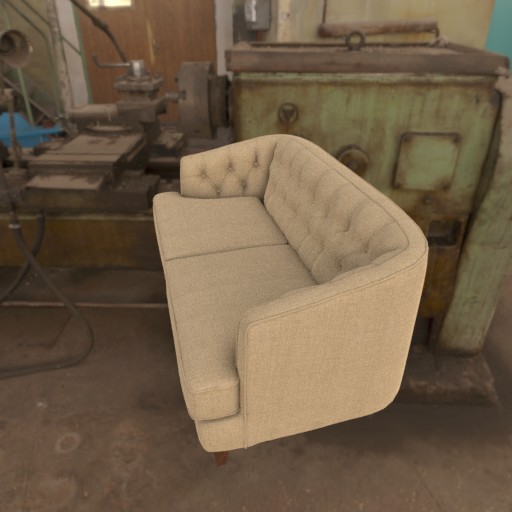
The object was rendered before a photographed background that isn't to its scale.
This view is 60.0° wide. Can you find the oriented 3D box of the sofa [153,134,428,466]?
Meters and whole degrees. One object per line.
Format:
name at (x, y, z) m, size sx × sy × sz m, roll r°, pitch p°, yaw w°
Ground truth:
sofa at (0.000, 0.000, 2.247) m, size 0.941 × 0.855 × 1.733 m, roll -8°, pitch 31°, yaw -13°
